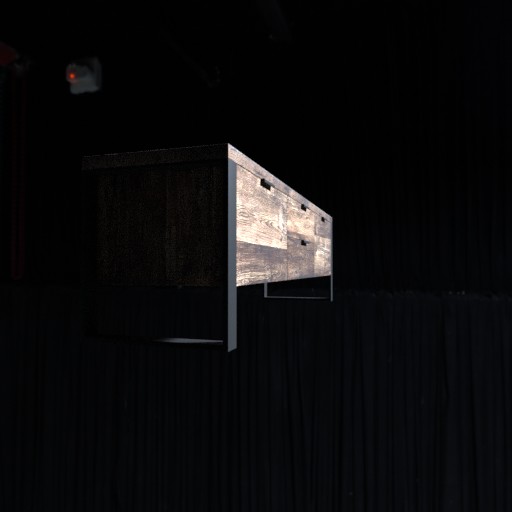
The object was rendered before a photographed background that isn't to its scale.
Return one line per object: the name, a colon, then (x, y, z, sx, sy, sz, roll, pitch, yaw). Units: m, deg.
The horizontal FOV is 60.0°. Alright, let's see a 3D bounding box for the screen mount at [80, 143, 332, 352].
screen mount: (0.000, 0.000, 1.738, 0.395, 0.450, 1.524, 0, -1, 18)
